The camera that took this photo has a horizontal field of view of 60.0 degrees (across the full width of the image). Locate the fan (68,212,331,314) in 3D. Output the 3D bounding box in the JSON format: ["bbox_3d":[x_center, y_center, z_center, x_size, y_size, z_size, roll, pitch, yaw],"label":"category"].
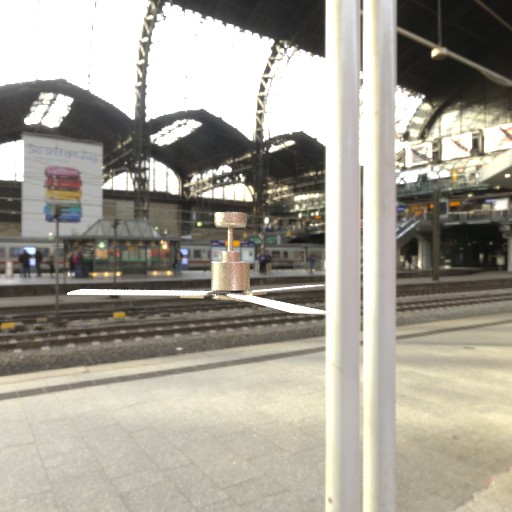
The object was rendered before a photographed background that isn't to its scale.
[{"bbox_3d":[0.000,0.000,2.298,1.561,0.446,1.531,0,0,-35],"label":"fan"}]
